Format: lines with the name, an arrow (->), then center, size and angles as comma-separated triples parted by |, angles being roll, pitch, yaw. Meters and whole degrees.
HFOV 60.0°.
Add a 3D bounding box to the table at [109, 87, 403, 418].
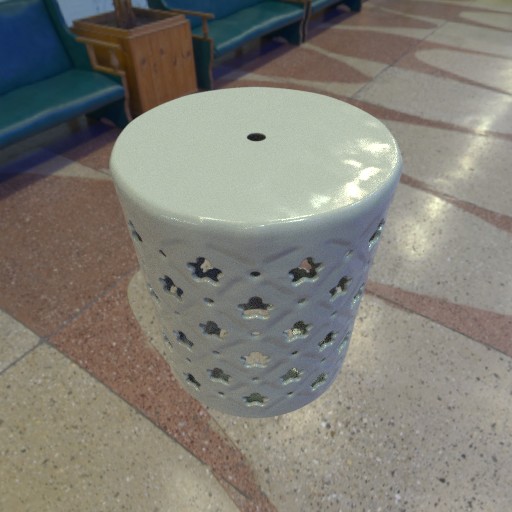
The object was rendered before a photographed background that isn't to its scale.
table -> 0.000, 0.000, 0.665 | 0.352, 0.387, 0.352 | 0, 41, 0
